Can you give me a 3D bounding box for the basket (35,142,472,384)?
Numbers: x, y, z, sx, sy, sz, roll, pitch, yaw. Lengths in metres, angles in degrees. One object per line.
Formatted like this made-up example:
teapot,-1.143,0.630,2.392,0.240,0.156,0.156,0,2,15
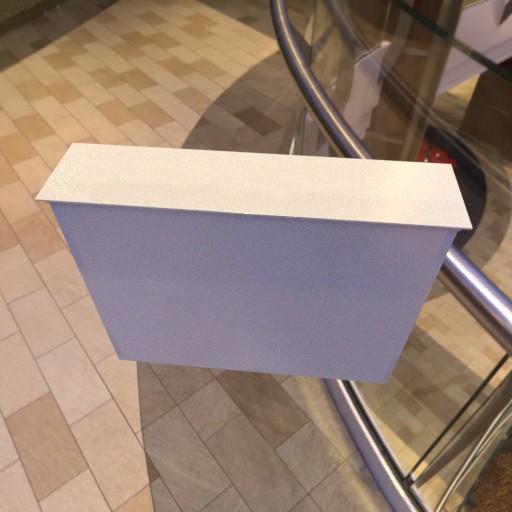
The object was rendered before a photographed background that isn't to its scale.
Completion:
basket,0.000,0.000,1.124,0.780,0.600,0.350,4,47,4
